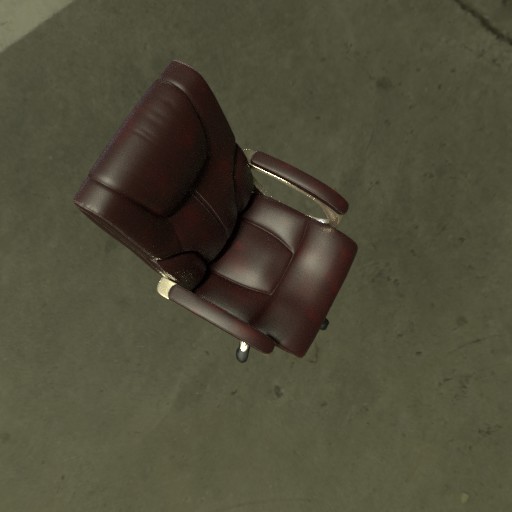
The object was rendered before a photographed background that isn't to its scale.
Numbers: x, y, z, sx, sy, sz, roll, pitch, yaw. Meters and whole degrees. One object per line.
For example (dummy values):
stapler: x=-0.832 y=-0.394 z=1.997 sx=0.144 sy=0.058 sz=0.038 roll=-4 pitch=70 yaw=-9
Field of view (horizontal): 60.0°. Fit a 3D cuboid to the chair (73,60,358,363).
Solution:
chair: x=0.000 y=0.000 z=1.534 sx=0.739 sy=1.107 sz=0.662 roll=28 pitch=76 yaw=8
